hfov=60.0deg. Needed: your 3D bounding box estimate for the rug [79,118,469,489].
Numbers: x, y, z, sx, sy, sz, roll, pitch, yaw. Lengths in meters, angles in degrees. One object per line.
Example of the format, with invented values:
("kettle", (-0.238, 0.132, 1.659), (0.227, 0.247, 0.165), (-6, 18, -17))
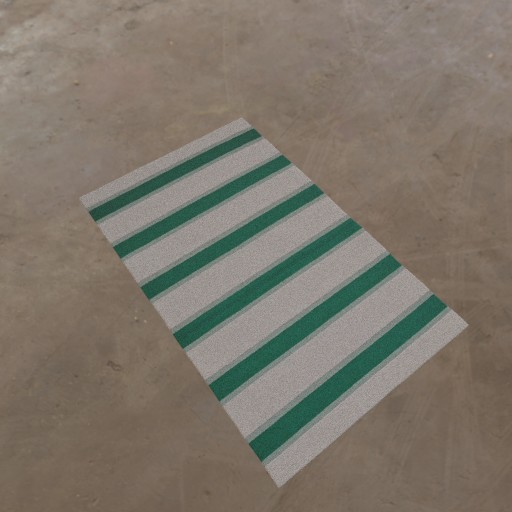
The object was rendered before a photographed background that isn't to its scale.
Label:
("rug", (0.000, 0.000, 3.060), (1.521, 0.015, 2.436), (-32, 63, -19))
